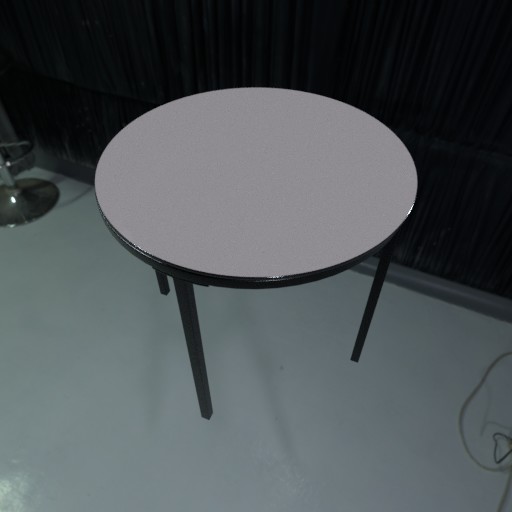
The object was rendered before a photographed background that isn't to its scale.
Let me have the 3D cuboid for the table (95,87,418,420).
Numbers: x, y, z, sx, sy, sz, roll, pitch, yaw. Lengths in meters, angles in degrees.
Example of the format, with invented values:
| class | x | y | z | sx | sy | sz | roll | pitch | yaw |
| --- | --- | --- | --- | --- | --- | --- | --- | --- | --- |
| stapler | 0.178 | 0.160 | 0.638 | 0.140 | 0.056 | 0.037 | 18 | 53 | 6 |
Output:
| class | x | y | z | sx | sy | sz | roll | pitch | yaw |
| --- | --- | --- | --- | --- | --- | --- | --- | --- | --- |
| table | 0.000 | 0.000 | 0.864 | 0.499 | 0.443 | 0.499 | 0 | 46 | 0 |
